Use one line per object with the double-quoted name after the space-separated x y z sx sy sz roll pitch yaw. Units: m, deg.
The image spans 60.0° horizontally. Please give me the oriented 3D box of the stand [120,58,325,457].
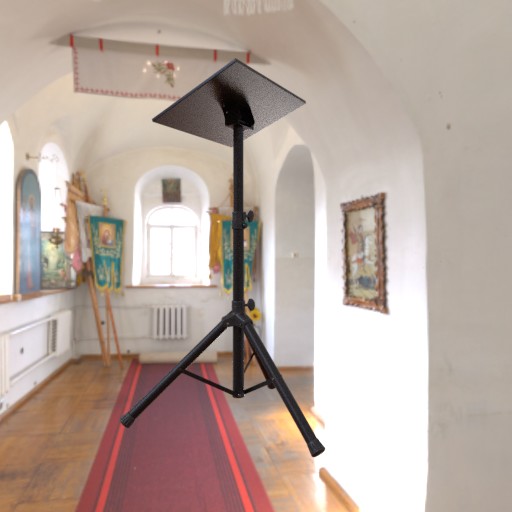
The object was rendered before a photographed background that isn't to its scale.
0.000 0.000 1.636 0.702 1.198 0.702 0 1 34 "stand"
